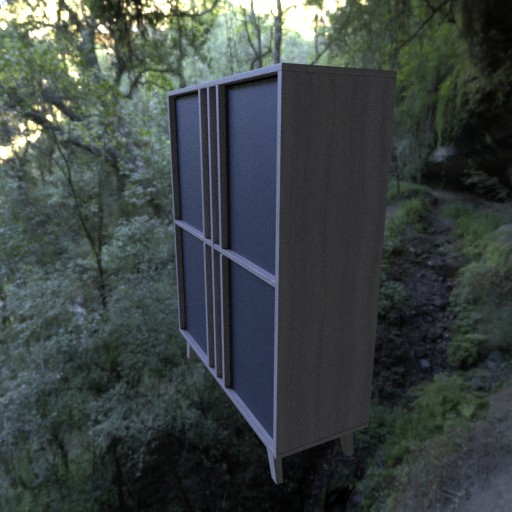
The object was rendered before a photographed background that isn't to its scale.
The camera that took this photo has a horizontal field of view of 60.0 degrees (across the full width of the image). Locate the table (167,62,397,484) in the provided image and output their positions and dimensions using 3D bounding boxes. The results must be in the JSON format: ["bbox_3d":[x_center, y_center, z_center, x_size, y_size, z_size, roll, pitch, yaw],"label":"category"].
[{"bbox_3d":[0.000,0.000,1.911,0.398,1.388,1.111,-8,18,-25],"label":"table"}]
